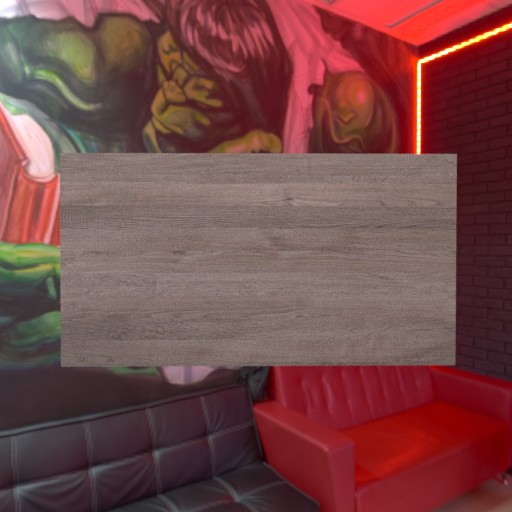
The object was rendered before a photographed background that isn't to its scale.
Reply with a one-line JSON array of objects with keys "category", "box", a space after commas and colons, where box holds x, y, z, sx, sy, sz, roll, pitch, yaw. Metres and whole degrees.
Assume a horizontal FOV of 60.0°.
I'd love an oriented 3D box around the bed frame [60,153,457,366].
[{"category": "bed frame", "box": [0.000, 0.000, 2.643, 1.490, 0.800, 1.950, 0, 1, -1]}]
